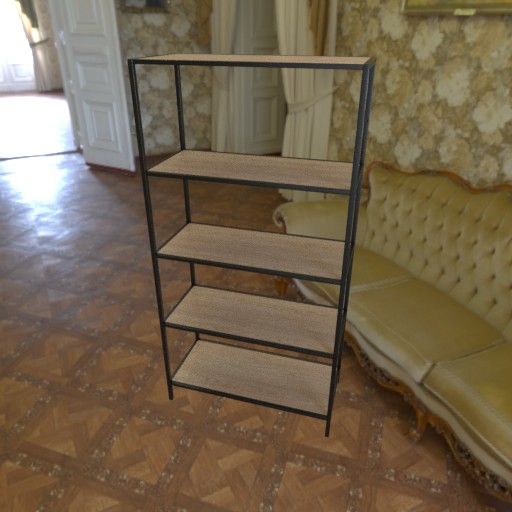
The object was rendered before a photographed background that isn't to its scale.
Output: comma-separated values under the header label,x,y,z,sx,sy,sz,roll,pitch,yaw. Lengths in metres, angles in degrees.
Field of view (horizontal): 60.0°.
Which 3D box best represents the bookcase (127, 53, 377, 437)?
label,x,y,z,sx,sy,sz,roll,pitch,yaw
bookcase,0.000,0.000,1.835,0.770,1.500,0.350,8,29,15
